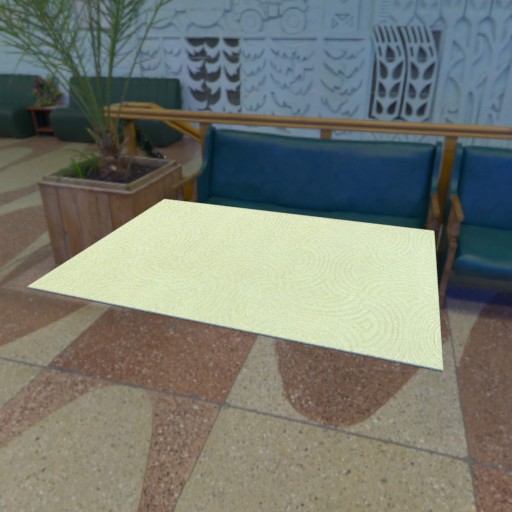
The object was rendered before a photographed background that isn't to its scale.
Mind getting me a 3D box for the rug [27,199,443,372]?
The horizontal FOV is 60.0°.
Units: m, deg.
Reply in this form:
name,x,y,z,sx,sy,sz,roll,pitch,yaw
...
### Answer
name,x,y,z,sx,sy,sz,roll,pitch,yaw
rug,0.000,0.000,2.770,2.132,0.015,1.526,8,28,16
